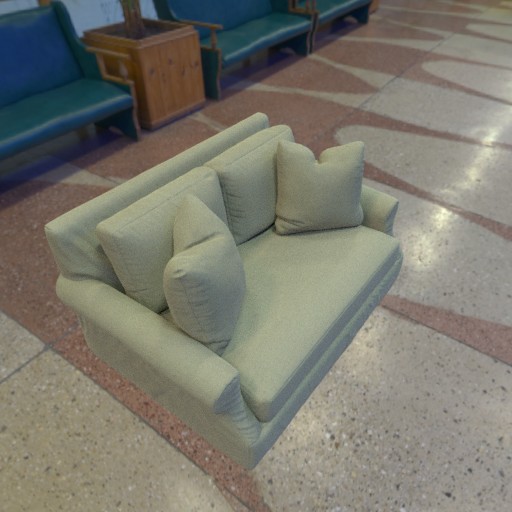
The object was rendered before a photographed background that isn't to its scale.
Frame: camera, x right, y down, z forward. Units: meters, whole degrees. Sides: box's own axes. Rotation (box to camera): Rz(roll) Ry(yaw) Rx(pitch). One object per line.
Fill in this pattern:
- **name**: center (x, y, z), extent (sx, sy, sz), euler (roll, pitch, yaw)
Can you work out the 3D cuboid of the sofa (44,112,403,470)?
- **sofa**: center (0.000, 0.000, 2.172), extent (1.070, 0.905, 1.550), euler (26, 47, 27)
